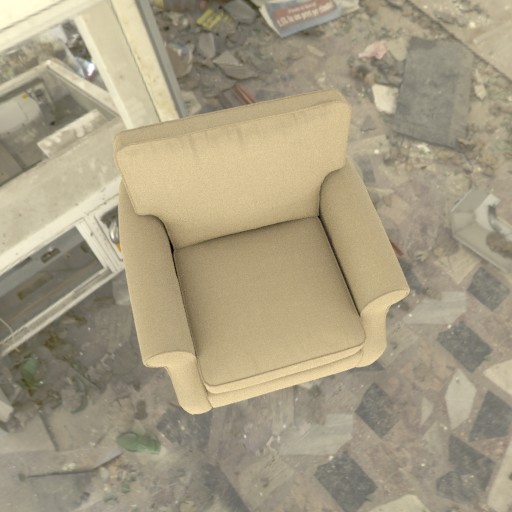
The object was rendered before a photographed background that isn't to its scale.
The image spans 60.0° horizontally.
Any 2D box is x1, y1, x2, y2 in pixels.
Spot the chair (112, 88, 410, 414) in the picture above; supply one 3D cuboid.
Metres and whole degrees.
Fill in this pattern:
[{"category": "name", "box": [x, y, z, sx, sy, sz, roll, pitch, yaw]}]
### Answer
[{"category": "chair", "box": [0.000, 0.000, 1.823, 1.029, 0.967, 0.966, -14, 63, -7]}]
